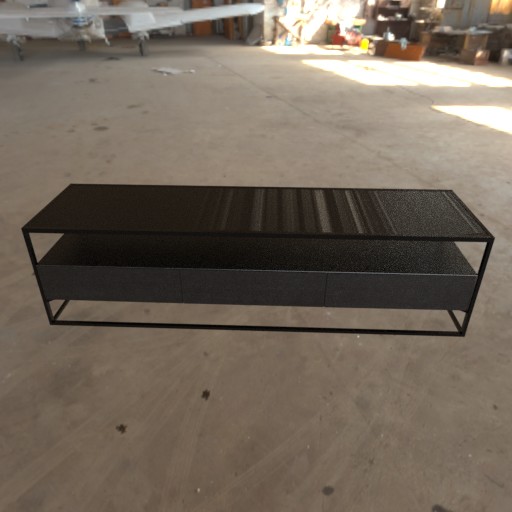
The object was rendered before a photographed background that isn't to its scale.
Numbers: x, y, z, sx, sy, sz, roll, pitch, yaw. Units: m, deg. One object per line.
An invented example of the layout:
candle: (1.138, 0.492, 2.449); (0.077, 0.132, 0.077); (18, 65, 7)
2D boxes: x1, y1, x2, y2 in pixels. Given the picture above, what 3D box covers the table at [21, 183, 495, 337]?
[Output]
table: (0.000, 0.000, 1.656); (1.486, 0.395, 0.399); (1, 30, 2)
